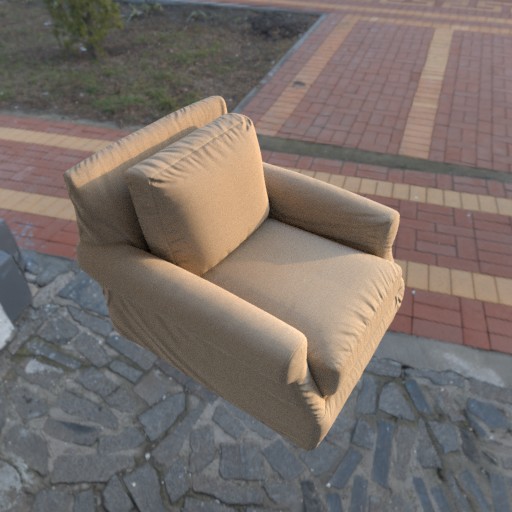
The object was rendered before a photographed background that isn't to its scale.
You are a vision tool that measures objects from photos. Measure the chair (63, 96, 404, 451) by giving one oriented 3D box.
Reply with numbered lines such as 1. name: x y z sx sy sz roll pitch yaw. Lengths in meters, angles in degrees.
1. chair: 0.000 0.000 1.761 1.066 0.866 0.940 24 47 25
